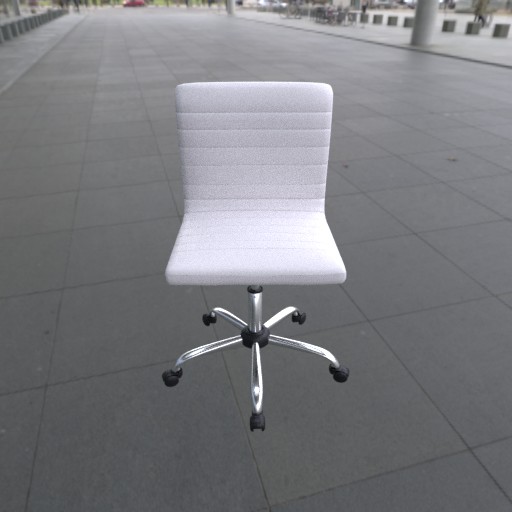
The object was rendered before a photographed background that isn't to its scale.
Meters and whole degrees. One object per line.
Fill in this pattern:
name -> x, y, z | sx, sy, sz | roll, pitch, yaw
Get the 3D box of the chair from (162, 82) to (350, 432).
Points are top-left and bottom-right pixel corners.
chair -> 0.000, 0.000, 1.088 | 0.520, 0.750, 0.455 | 0, 30, -1
